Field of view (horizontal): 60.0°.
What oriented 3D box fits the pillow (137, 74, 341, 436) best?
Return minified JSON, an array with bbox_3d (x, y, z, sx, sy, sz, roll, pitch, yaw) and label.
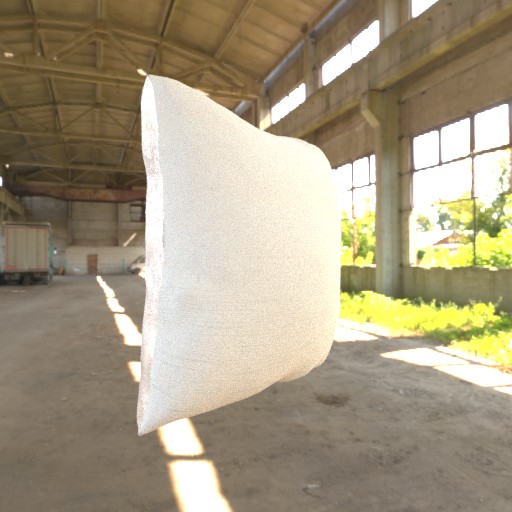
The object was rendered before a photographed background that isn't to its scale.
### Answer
[{"bbox_3d":[0.000,0.000,0.716,0.245,0.448,0.450,0,0,36],"label":"pillow"}]
